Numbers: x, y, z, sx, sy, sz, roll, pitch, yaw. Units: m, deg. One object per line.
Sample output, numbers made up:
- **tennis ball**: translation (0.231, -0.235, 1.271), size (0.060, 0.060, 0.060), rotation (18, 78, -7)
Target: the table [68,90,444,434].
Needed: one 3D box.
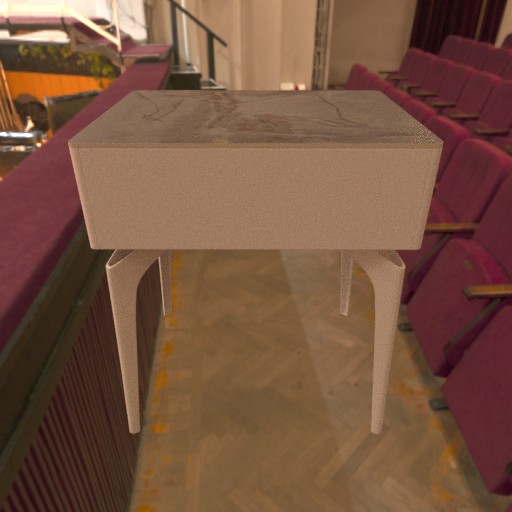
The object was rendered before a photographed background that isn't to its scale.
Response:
- **table**: translation (0.000, 0.000, 0.891), size (0.500, 0.570, 0.400), rotation (0, 31, 0)
